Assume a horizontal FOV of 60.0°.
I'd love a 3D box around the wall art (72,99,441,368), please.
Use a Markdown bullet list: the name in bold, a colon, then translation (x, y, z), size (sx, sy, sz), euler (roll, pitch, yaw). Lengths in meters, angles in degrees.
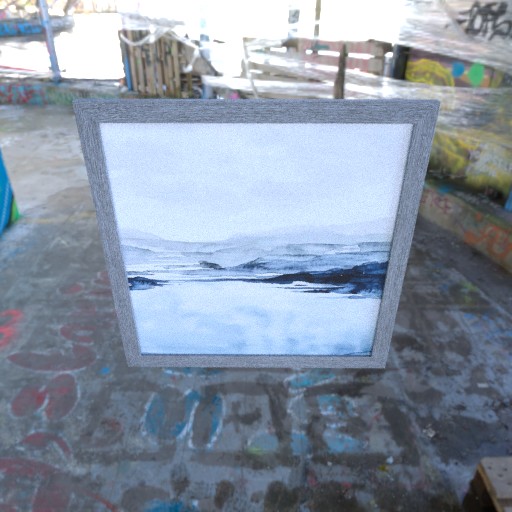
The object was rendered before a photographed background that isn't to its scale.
- **wall art**: translation (0.000, 0.000, 1.009), size (0.685, 0.685, 0.020), euler (0, 32, 0)
